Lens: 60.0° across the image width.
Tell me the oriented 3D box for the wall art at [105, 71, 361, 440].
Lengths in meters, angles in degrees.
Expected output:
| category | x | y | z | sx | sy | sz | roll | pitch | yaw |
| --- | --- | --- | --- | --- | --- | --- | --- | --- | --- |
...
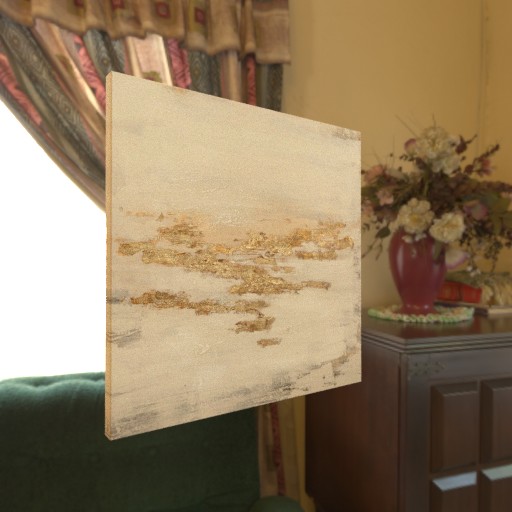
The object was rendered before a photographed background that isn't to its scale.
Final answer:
| category | x | y | z | sx | sy | sz | roll | pitch | yaw |
| --- | --- | --- | --- | --- | --- | --- | --- | --- | --- |
| wall art | 0.000 | 0.000 | 1.137 | 0.753 | 0.755 | 0.038 | 0 | -1 | -35 |
